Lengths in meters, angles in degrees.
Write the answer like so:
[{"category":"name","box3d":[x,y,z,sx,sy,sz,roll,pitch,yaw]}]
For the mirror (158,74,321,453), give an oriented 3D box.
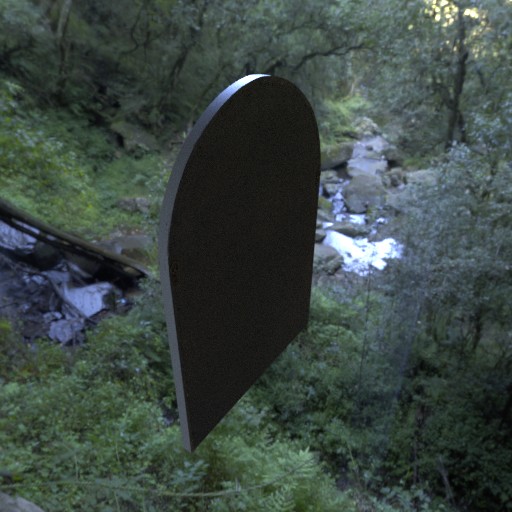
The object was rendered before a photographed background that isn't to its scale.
[{"category":"mirror","box3d":[0.000,0.000,1.205,0.032,0.920,0.660,20,37,29]}]
